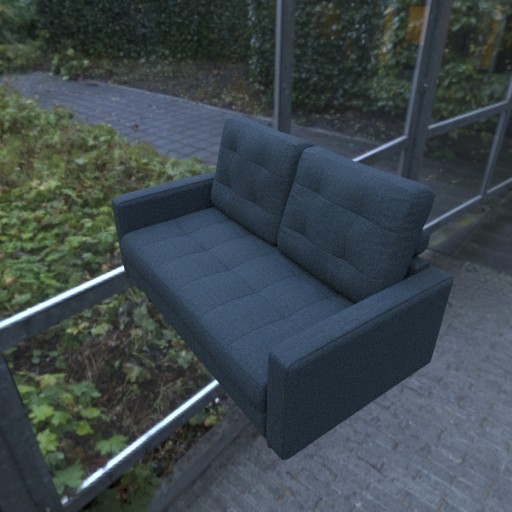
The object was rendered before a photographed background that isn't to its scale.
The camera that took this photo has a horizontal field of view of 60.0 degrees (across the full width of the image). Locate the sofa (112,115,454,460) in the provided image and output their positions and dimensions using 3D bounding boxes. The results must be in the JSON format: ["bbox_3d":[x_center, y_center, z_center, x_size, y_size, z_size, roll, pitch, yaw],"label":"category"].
[{"bbox_3d":[0.000,0.000,1.956,0.842,0.907,1.407,-21,37,-29],"label":"sofa"}]
